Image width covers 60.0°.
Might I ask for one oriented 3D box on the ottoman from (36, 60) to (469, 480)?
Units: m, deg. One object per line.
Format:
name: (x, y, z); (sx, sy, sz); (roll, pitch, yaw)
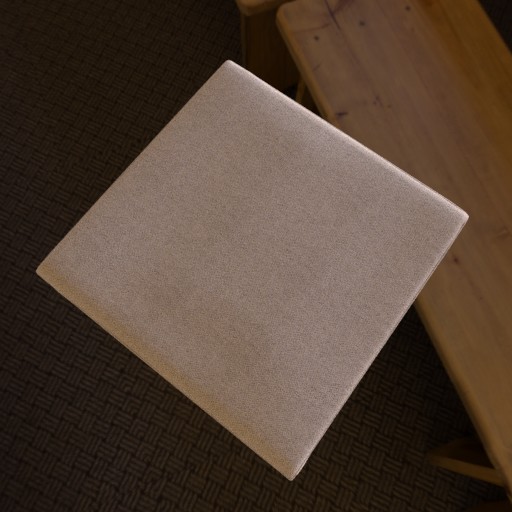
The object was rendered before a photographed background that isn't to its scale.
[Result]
ottoman: (0.000, 0.000, 1.517); (0.982, 0.381, 0.973); (36, 78, 9)
